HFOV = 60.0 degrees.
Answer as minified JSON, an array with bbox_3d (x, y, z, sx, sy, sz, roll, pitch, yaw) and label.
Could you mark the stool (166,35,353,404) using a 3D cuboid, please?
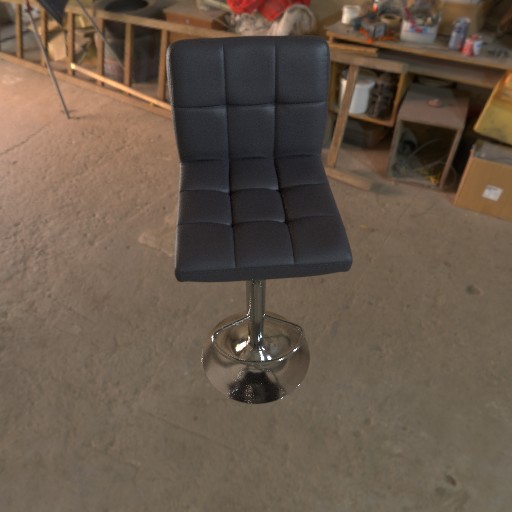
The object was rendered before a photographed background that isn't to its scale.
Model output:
[{"bbox_3d":[0.000,0.000,1.353,0.430,1.115,0.505,-3,46,-3],"label":"stool"}]
